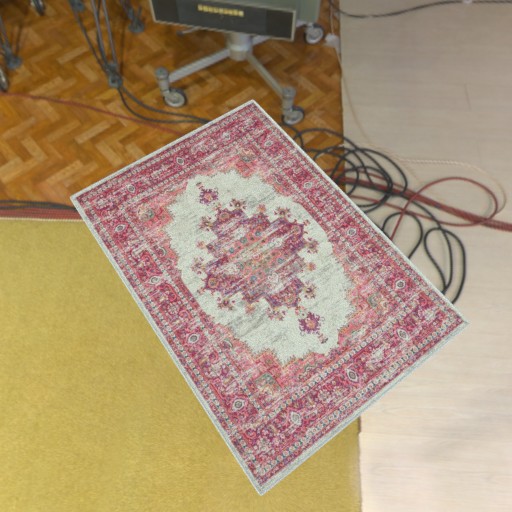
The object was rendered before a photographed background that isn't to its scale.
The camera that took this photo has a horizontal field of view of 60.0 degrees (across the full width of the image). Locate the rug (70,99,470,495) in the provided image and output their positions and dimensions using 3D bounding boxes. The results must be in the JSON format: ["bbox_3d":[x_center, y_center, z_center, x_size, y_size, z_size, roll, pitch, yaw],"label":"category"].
[{"bbox_3d":[0.000,0.000,2.843,1.555,0.011,2.232,-33,68,-15],"label":"rug"}]
